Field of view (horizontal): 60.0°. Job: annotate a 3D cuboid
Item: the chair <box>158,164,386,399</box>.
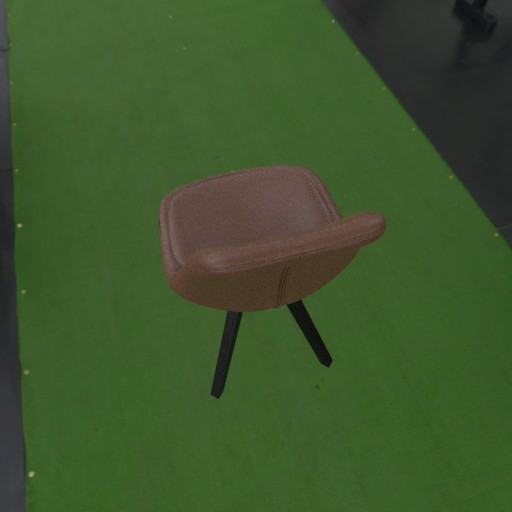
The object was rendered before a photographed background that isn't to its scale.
[{"bbox_3d":[0.000,0.000,1.176,0.475,0.850,0.550,-13,58,-8],"label":"chair"}]
